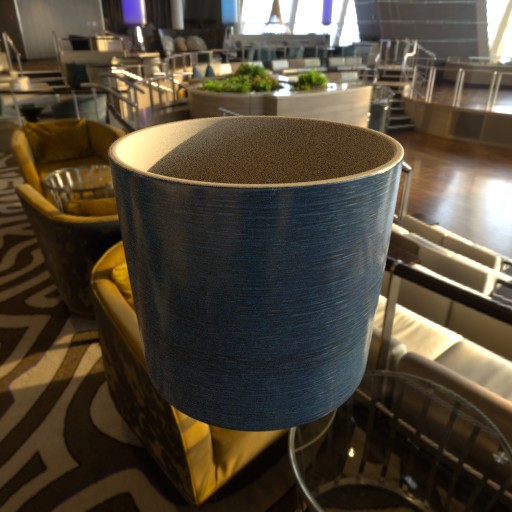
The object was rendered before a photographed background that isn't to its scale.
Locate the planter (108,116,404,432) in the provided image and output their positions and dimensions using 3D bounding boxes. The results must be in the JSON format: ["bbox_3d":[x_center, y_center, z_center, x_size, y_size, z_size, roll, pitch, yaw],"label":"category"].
[{"bbox_3d":[0.000,0.000,0.391,0.221,0.201,0.221,0,27,0],"label":"planter"}]
